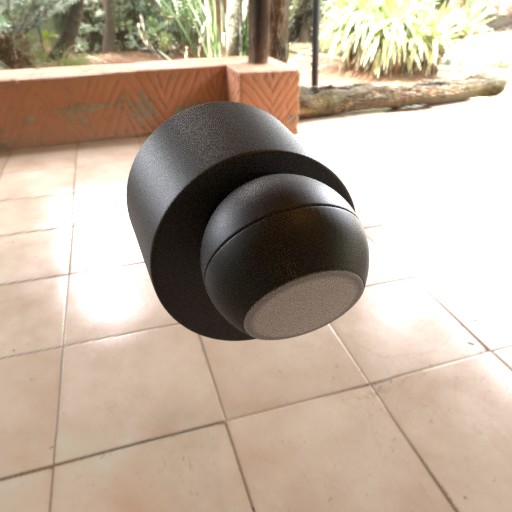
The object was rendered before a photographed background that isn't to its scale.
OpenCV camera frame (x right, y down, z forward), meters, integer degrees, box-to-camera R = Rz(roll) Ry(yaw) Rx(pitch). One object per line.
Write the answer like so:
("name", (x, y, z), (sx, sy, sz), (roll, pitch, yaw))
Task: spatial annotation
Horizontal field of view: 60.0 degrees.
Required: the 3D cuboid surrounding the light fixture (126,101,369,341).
("light fixture", (0.000, 0.000, 0.261), (0.134, 0.143, 0.160), (-10, 33, -16))
